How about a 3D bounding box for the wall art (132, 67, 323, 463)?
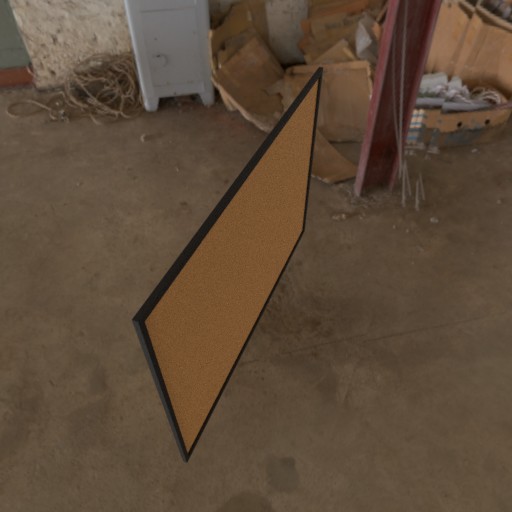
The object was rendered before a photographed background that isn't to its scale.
[{"bbox_3d":[0.000,0.000,1.239,0.013,0.665,0.963,18,50,15],"label":"wall art"}]
